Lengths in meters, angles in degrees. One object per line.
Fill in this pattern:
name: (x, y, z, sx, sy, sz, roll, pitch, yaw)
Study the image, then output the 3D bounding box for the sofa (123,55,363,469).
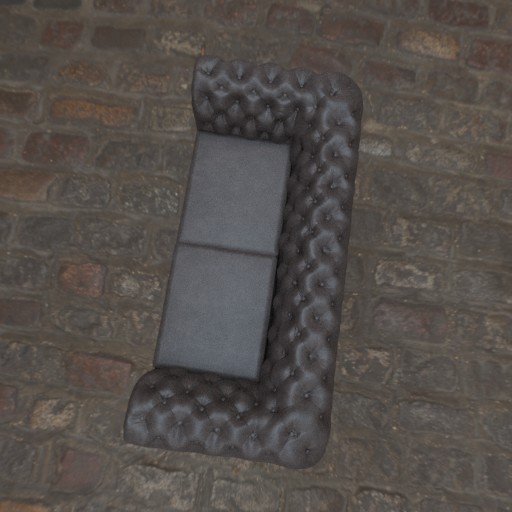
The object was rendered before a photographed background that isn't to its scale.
sofa: (0.000, 0.000, 2.502, 0.944, 0.779, 2.048, 8, 78, 2)
